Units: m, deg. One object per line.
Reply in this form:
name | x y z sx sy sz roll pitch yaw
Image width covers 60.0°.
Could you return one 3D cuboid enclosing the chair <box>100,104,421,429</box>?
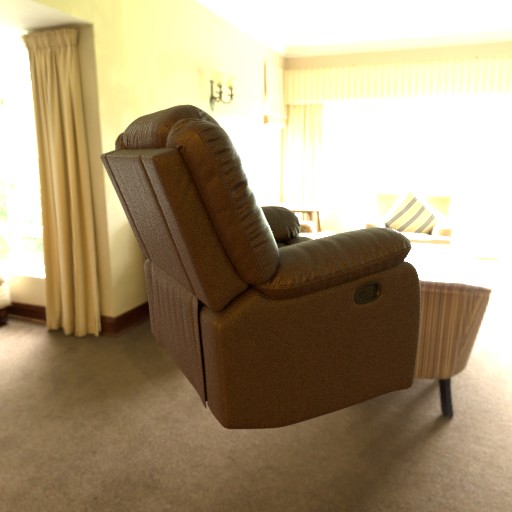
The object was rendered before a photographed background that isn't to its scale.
chair | 0.000 0.000 1.639 0.934 1.009 0.899 -7 15 -27
